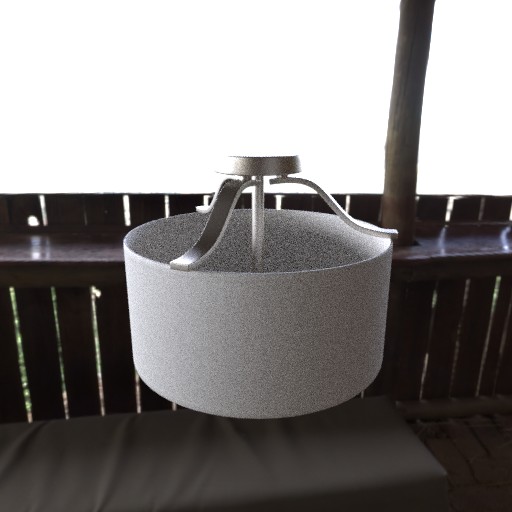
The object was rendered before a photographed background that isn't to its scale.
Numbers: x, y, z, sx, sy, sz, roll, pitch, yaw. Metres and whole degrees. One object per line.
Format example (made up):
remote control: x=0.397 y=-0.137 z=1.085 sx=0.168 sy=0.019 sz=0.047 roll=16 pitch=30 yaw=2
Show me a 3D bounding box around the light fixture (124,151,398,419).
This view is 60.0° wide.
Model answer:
light fixture: x=0.000 y=0.000 z=0.670 sx=0.395 sy=0.304 sz=0.395 roll=0 pitch=16 yaw=0
